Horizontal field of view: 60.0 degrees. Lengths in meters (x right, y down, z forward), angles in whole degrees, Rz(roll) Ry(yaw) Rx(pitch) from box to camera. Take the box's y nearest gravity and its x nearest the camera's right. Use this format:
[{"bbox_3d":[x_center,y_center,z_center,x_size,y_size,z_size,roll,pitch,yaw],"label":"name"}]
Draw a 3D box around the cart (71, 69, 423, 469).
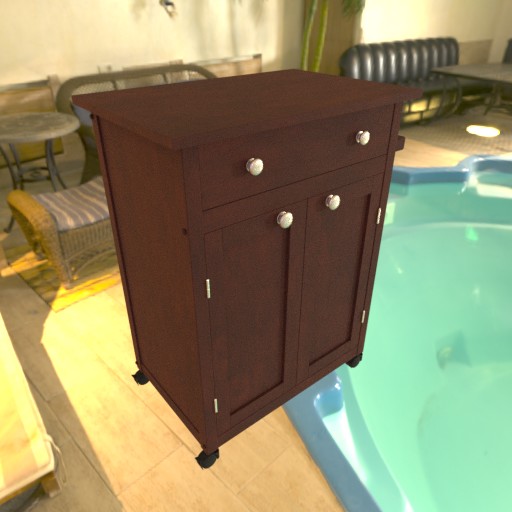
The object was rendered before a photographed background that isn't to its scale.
[{"bbox_3d":[0.000,0.000,1.224,0.683,0.864,0.442,-22,37,-33],"label":"cart"}]
